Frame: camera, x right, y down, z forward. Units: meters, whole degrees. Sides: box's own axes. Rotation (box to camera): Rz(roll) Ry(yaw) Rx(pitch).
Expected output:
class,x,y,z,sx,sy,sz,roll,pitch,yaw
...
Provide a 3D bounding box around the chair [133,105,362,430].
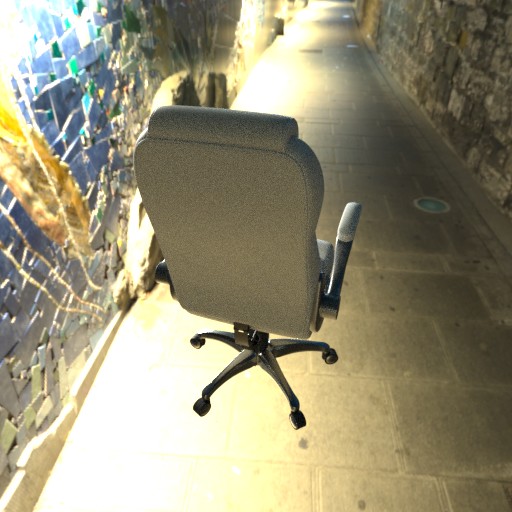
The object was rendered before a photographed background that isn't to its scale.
class,x,y,z,sx,sy,sz,roll,pitch,yaw
chair,0.000,0.000,1.811,0.755,1.330,0.806,10,34,16
